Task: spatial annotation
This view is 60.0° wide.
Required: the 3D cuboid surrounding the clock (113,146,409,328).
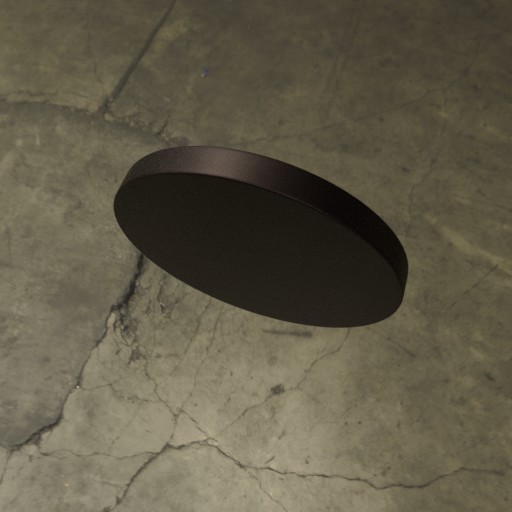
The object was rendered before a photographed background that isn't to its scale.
[{"bbox_3d":[0.000,0.000,0.481,0.314,0.314,0.029,17,66,8],"label":"clock"}]
